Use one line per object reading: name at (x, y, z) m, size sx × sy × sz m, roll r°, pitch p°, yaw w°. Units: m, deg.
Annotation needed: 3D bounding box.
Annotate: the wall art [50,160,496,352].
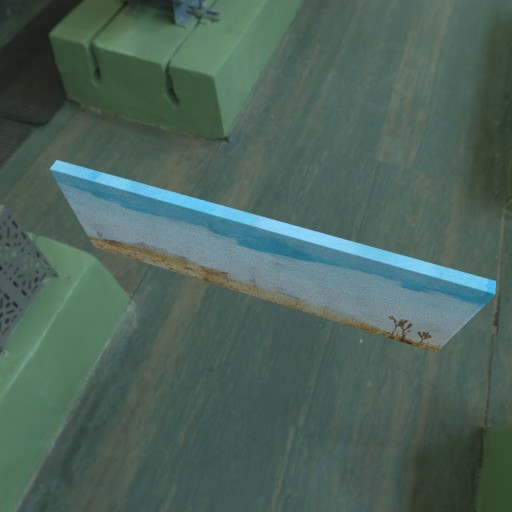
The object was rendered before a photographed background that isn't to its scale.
wall art at (0.000, 0.000, 0.834) m, size 0.759 × 0.254 × 0.044 m, roll 16°, pitch 60°, yaw 10°
